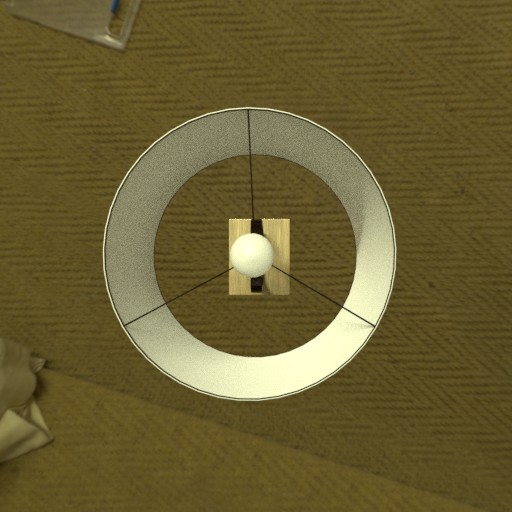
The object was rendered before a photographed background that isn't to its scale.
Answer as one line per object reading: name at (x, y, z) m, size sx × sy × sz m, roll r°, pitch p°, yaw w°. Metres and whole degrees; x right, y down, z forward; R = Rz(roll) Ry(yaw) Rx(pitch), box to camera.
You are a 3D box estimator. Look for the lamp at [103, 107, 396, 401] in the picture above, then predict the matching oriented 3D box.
lamp at (0.000, 0.000, 0.674) m, size 0.279 × 0.508 × 0.279 m, roll 0°, pitch 90°, yaw 2°
